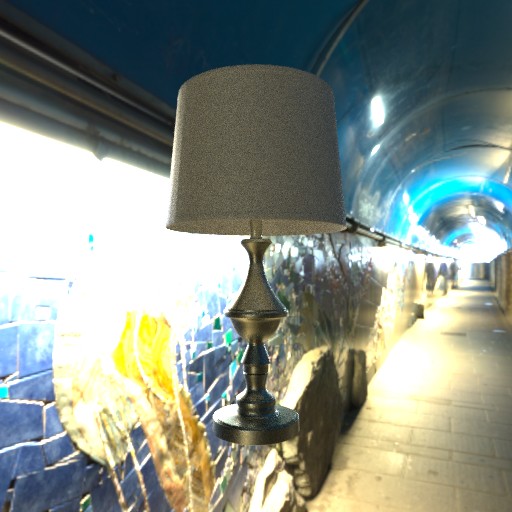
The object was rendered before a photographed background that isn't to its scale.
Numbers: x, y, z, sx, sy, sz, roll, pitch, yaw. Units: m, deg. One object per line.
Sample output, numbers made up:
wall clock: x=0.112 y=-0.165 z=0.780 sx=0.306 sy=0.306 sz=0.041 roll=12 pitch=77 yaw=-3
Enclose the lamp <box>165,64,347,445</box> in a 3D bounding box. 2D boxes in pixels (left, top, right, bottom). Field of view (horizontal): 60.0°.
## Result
lamp: x=0.000 y=0.000 z=0.952 sx=0.383 sy=0.733 sz=0.383 roll=0 pitch=-2 yaw=0
